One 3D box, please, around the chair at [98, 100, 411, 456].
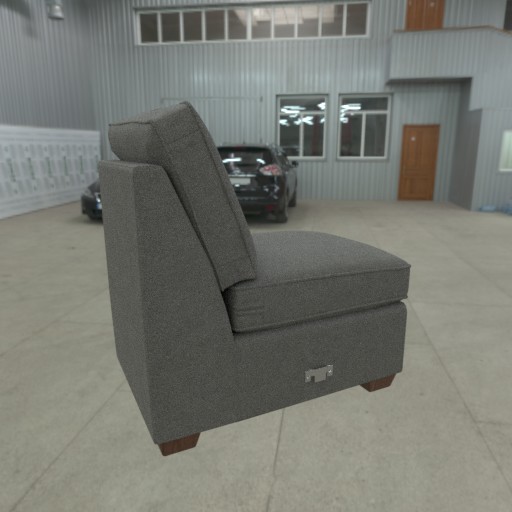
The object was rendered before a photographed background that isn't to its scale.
[{"bbox_3d":[0.000,0.000,1.566,0.938,0.970,0.621,-7,15,-26],"label":"chair"}]
